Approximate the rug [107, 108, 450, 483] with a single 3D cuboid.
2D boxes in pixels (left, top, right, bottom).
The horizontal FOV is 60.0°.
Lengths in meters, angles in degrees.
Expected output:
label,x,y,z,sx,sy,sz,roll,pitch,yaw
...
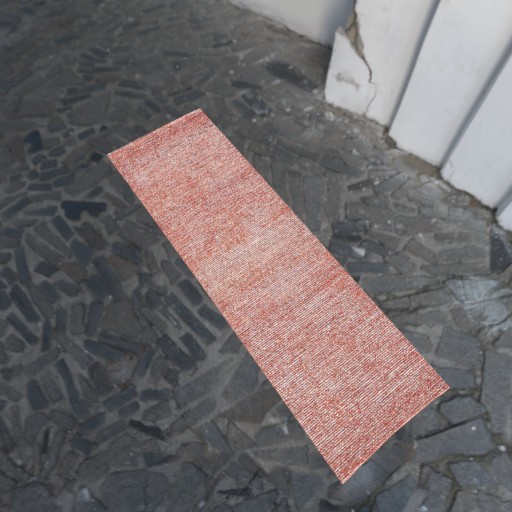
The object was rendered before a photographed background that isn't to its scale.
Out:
label,x,y,z,sx,sy,sz,roll,pitch,yaw
rug,0.000,0.000,2.548,0.718,0.013,2.353,-32,67,-16
